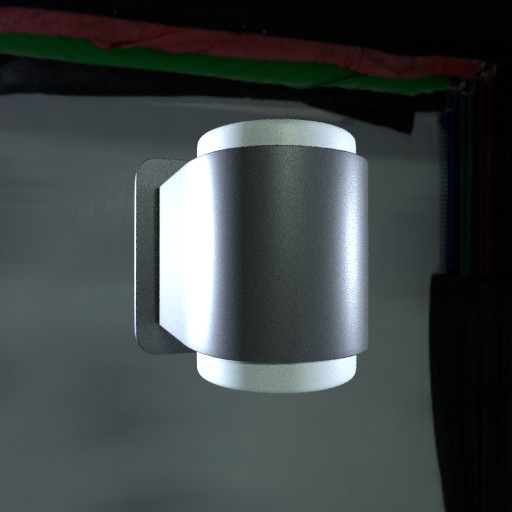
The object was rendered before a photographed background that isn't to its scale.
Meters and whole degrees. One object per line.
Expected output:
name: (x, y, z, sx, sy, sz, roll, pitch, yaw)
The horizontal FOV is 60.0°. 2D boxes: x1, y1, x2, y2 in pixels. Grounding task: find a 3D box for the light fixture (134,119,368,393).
light fixture: (0.000, 0.000, 0.214, 0.109, 0.109, 0.132, 0, 0, -18)
